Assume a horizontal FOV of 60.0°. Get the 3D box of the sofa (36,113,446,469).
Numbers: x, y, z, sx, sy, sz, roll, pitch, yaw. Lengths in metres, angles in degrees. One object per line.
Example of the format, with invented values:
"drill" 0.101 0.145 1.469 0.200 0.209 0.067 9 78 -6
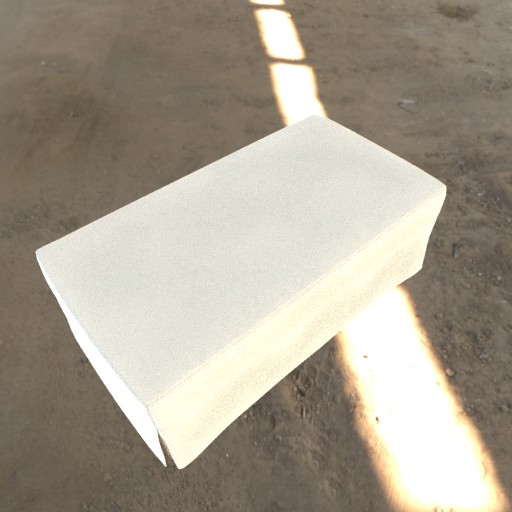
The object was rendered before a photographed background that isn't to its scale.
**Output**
"sofa" 0.000 0.000 2.087 1.677 0.552 0.939 -33 56 -26
